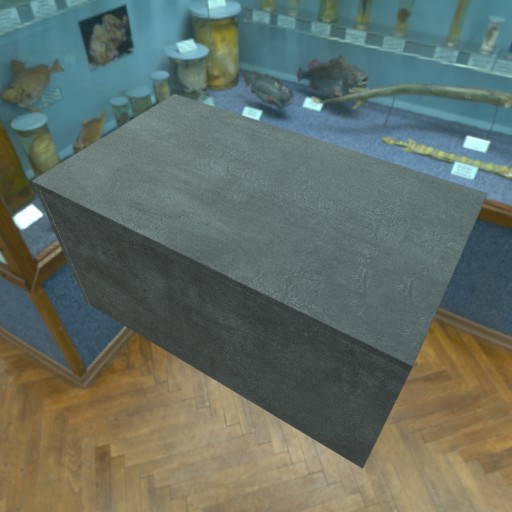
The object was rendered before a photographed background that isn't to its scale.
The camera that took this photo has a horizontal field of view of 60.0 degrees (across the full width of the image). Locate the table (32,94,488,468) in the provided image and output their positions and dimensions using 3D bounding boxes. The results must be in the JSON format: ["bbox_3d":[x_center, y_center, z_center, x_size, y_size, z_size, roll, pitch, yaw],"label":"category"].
[{"bbox_3d":[0.000,0.000,0.907,0.700,0.350,0.400,24,51,22],"label":"table"}]
